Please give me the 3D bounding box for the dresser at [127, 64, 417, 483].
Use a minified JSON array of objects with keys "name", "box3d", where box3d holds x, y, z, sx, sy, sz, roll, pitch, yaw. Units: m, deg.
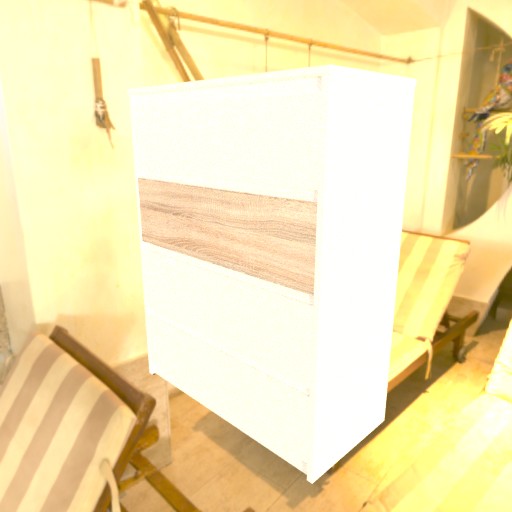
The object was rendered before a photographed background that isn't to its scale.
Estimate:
[{"name":"dresser","box3d":[0.000,0.000,1.435,0.800,1.040,0.380,15,22,43]}]
